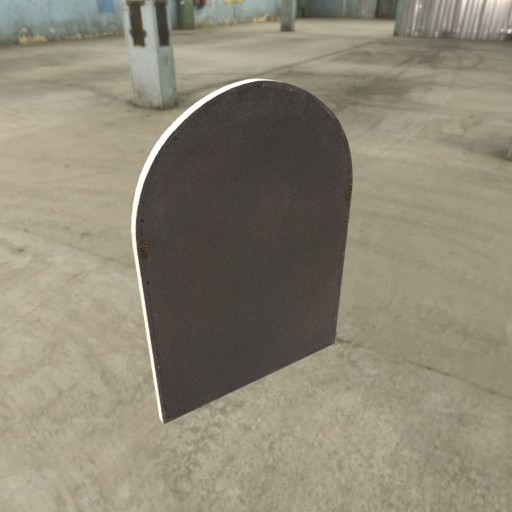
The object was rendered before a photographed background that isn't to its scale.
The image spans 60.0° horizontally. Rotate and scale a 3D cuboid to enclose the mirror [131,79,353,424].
[{"bbox_3d":[0.000,0.000,1.233,0.660,0.920,0.032,-18,34,-28],"label":"mirror"}]
